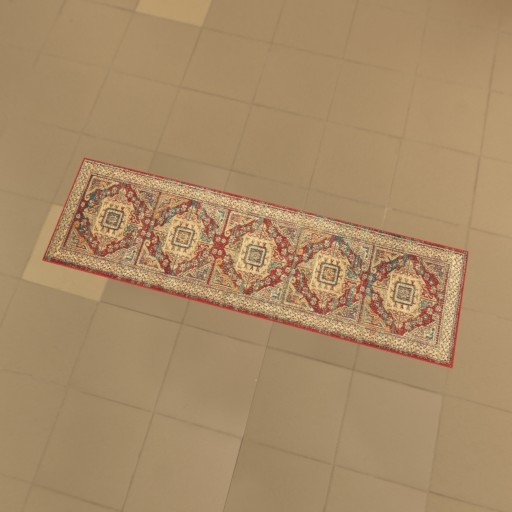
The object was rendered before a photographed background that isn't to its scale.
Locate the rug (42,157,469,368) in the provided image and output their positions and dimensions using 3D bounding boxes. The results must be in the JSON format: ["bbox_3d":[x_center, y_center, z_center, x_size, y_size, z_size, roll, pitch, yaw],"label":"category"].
[{"bbox_3d":[0.000,0.000,2.477,2.292,0.015,0.659,14,75,4],"label":"rug"}]
